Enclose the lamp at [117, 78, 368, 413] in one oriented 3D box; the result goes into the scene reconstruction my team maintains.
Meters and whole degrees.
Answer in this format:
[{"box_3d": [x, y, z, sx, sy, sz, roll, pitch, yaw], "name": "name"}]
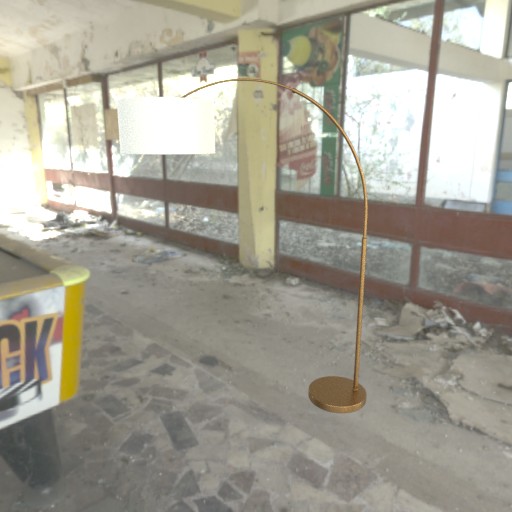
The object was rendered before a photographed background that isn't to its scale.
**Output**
[{"box_3d": [0.000, 0.000, 2.572, 1.434, 1.927, 0.493, -2, 14, -8], "name": "lamp"}]
